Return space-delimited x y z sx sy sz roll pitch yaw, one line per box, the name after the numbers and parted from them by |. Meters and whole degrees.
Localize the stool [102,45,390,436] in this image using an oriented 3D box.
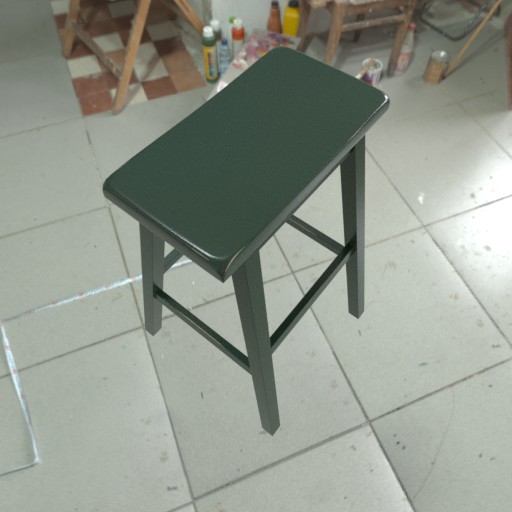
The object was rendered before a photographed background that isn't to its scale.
0.000 0.000 1.017 0.476 0.737 0.457 34 64 19 | stool
